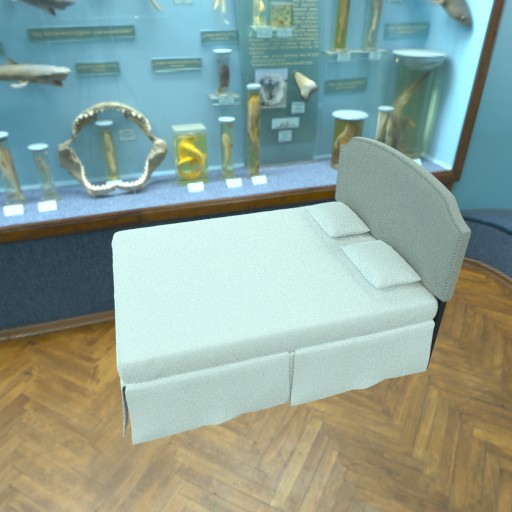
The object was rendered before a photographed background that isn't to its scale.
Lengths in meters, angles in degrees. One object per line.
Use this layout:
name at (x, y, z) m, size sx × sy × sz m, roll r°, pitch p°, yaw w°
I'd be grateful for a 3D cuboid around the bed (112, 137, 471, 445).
bed at (0.000, 0.000, 3.014) m, size 1.999 × 1.270 × 1.558 m, roll -9°, pitch 33°, yaw -14°
